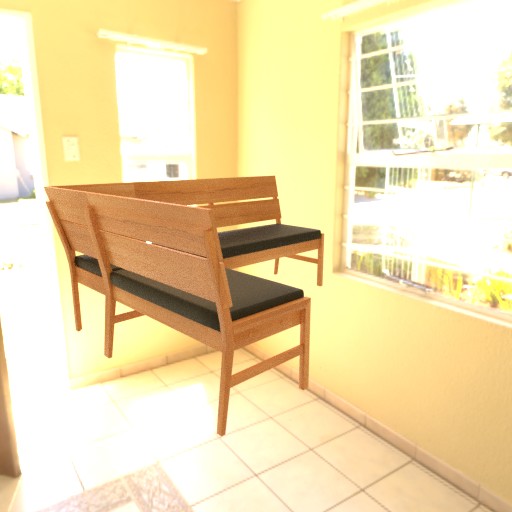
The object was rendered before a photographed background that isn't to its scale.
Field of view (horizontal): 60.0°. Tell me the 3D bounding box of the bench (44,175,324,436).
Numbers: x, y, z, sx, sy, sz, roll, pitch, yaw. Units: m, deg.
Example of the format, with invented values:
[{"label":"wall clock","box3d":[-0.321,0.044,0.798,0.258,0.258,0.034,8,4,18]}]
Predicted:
[{"label":"bench","box3d":[0.000,0.000,2.801,1.948,0.890,1.548,-12,18,-43]}]
